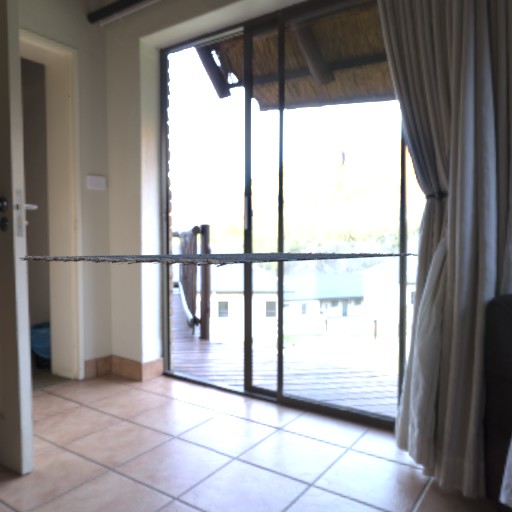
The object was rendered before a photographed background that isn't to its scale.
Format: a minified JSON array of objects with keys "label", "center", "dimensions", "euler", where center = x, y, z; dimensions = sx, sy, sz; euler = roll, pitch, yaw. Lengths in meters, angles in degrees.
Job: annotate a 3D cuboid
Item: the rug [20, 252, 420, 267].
[{"label":"rug","center":[0.000,0.000,2.365],"dimensions":[1.181,0.028,1.936],"euler":[1,1,36]}]
